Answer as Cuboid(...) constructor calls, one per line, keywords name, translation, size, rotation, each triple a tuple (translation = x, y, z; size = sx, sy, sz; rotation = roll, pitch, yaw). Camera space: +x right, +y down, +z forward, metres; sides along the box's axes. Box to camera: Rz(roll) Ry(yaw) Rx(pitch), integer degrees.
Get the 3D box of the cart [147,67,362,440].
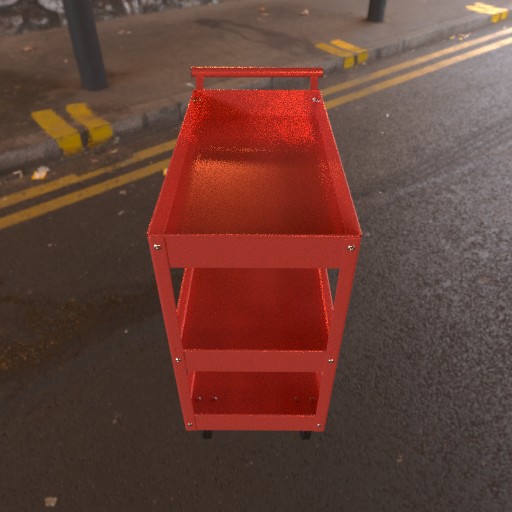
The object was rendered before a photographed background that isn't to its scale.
Cuboid(name="cart", translation=(0.000, 0.000, 1.211), size=(0.366, 0.780, 0.719), rotation=(0, 40, 0))
